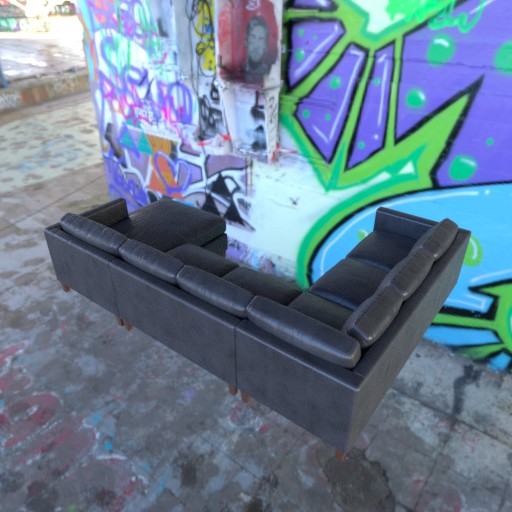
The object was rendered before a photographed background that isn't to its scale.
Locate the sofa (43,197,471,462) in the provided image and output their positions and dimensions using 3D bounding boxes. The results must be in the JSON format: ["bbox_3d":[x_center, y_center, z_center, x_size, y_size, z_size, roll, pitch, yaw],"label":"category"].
[{"bbox_3d":[0.000,0.000,4.400,3.324,0.891,2.452,22,38,31],"label":"sofa"}]
